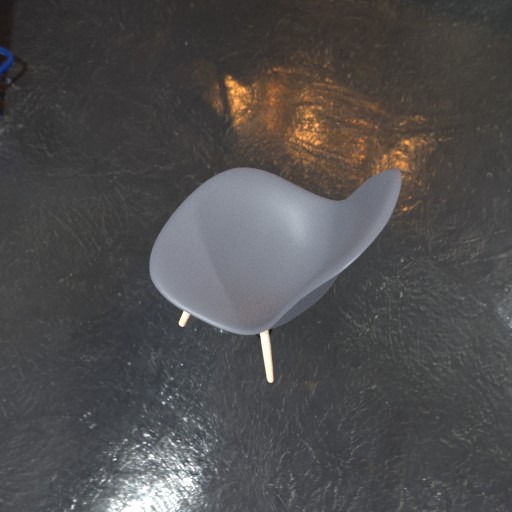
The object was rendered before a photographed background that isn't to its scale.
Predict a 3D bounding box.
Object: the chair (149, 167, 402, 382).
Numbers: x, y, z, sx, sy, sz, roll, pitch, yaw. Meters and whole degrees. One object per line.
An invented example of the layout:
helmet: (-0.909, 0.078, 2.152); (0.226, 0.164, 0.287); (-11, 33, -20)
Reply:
chair: (0.000, 0.000, 1.186); (0.533, 0.826, 0.470); (28, 66, 14)
